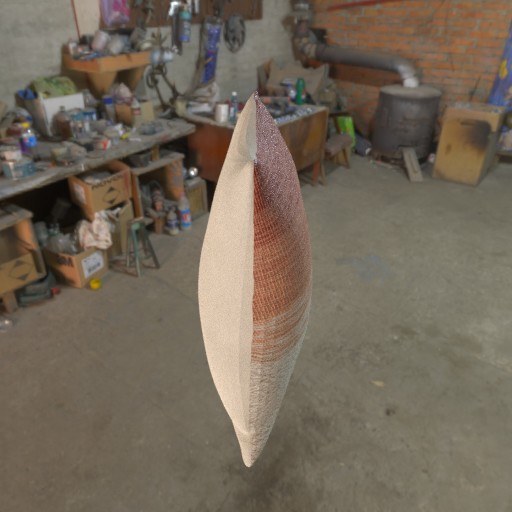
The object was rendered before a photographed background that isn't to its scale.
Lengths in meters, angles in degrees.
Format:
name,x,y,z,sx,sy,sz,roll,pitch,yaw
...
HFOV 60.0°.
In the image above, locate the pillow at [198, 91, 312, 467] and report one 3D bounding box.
name,x,y,z,sx,sy,sz,roll,pitch,yaw
pillow,0.000,0.000,0.706,0.182,0.441,0.440,0,30,0
